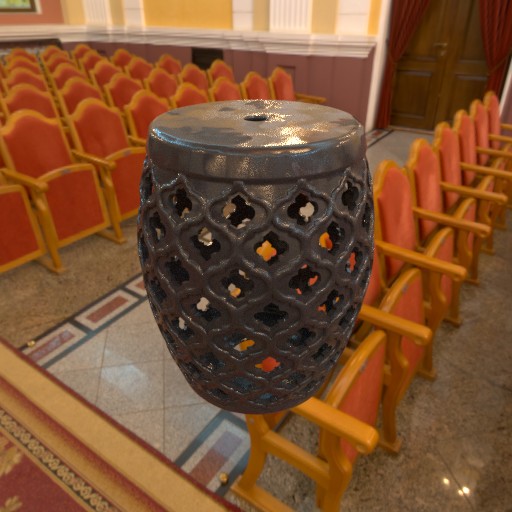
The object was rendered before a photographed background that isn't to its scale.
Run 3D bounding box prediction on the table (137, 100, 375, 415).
[{"bbox_3d":[0.000,0.000,0.639,0.325,0.388,0.325,0,30,0],"label":"table"}]
